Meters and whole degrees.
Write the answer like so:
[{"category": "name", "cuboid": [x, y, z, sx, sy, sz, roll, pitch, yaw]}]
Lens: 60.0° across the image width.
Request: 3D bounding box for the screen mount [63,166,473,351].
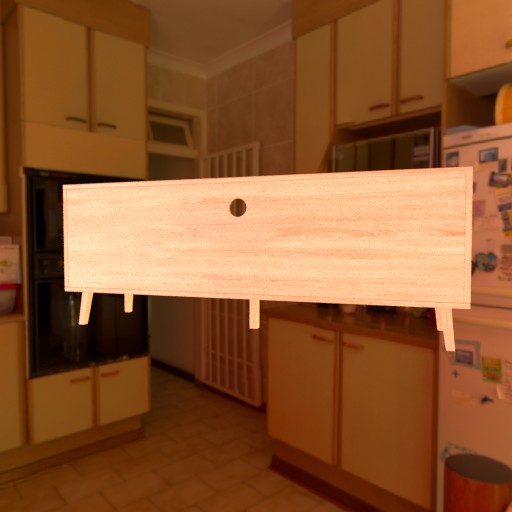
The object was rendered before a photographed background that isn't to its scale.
[{"category": "screen mount", "cuboid": [0.000, 0.000, 1.767, 1.500, 0.570, 0.420, 1, 2, 18]}]
